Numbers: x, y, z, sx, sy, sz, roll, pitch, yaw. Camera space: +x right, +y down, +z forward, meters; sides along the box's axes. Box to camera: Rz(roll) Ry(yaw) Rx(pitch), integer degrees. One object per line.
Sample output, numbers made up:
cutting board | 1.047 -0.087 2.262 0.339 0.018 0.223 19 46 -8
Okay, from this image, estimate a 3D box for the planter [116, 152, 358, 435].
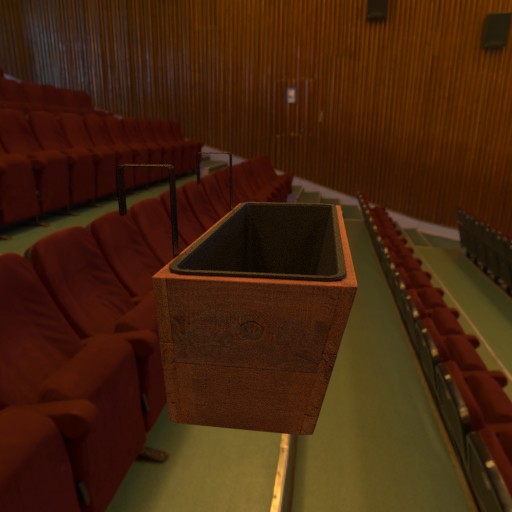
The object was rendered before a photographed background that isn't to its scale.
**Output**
planter | 0.000 0.000 0.667 0.262 0.289 0.480 2 16 8
